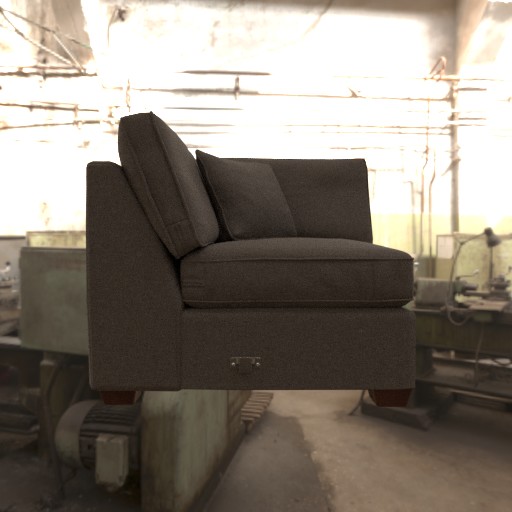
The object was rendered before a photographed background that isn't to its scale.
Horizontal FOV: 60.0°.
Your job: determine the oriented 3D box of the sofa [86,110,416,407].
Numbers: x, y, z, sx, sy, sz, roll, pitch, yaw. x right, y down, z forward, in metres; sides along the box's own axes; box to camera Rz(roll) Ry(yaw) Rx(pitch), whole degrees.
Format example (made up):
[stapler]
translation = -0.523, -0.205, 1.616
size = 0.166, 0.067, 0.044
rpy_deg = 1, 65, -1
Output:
[sofa]
translation = 0.000, 0.000, 1.973
size = 1.146, 1.002, 1.084
rpy_deg = 0, 1, -1
